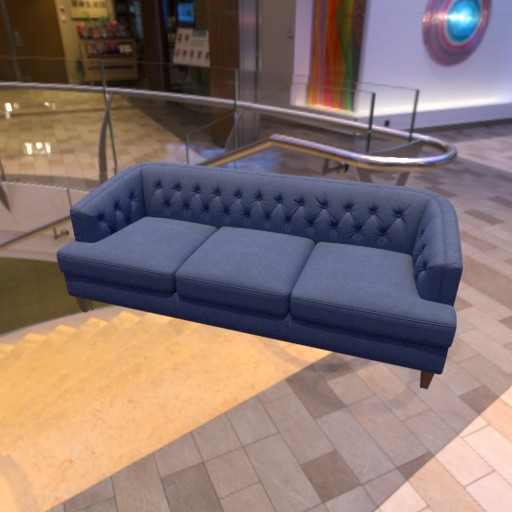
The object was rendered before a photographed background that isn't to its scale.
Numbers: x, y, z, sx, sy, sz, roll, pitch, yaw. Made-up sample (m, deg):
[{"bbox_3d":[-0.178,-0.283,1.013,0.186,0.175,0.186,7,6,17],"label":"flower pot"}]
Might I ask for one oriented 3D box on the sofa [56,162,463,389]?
[{"bbox_3d":[0.000,0.000,2.714,2.235,0.787,0.914,9,29,17],"label":"sofa"}]
